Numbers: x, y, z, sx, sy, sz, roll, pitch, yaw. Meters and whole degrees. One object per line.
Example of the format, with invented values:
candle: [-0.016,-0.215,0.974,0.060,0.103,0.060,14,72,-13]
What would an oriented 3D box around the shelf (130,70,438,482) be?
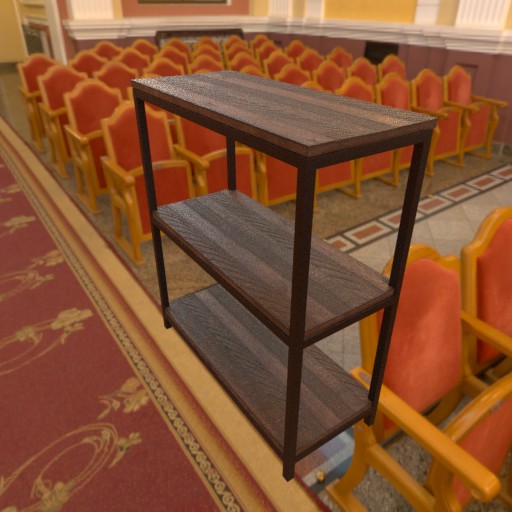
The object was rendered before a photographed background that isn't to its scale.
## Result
shelf: [0.000,0.000,1.366,0.352,0.947,0.822,-19,36,-29]
